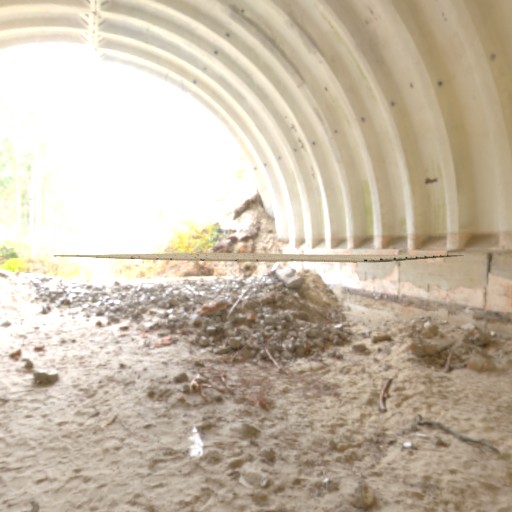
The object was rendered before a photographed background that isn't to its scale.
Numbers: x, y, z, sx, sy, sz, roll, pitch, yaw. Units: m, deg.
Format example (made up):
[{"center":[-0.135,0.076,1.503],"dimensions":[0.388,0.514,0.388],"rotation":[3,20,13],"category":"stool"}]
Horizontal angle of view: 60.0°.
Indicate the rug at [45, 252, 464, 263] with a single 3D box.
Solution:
[{"center":[0.000,0.000,4.198],"dimensions":[3.221,0.026,2.342],"rotation":[1,1,35],"category":"rug"}]
